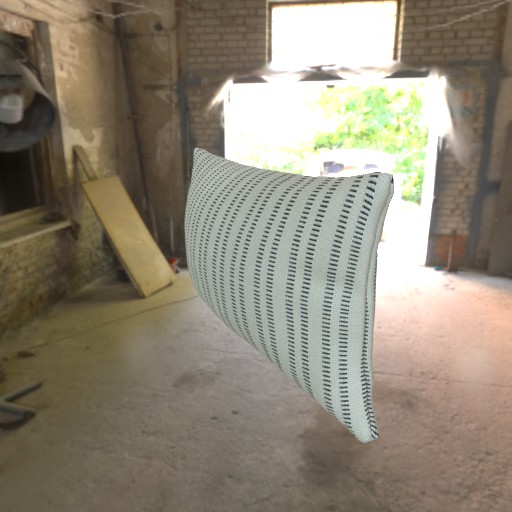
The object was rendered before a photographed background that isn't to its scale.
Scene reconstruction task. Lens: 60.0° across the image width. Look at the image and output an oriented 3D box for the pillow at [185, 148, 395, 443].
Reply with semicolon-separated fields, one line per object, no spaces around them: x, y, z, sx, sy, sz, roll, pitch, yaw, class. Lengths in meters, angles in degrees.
0.000;0.000;0.797;0.210;0.353;0.640;-8;18;-26;pillow
